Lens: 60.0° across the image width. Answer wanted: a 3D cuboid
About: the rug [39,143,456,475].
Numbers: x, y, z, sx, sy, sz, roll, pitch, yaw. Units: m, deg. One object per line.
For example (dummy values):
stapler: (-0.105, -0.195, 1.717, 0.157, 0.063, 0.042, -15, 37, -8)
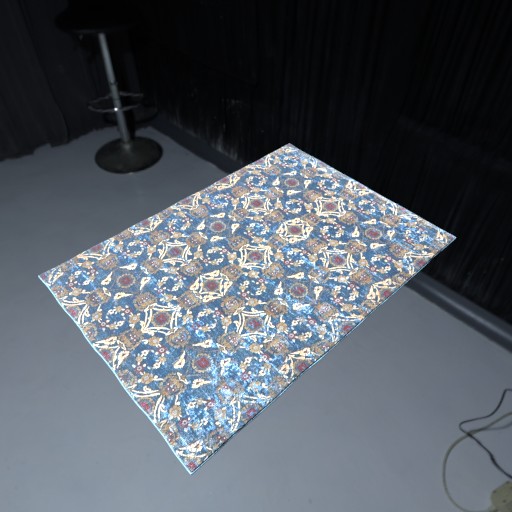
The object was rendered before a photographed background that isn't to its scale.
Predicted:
rug: (0.000, 0.000, 2.847, 2.207, 0.014, 1.567, -34, 55, -28)
